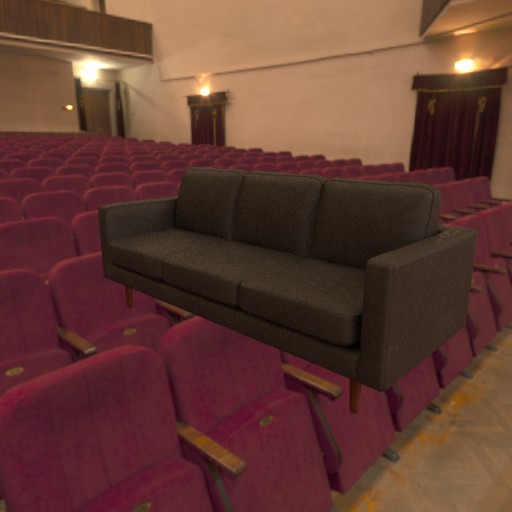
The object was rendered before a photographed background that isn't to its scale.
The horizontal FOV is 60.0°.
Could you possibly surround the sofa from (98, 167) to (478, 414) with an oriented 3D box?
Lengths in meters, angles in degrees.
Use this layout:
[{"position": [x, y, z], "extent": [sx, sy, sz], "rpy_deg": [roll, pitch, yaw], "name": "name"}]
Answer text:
[{"position": [0.000, 0.000, 2.491], "extent": [2.029, 0.899, 0.879], "rpy_deg": [14, 20, 42], "name": "sofa"}]
